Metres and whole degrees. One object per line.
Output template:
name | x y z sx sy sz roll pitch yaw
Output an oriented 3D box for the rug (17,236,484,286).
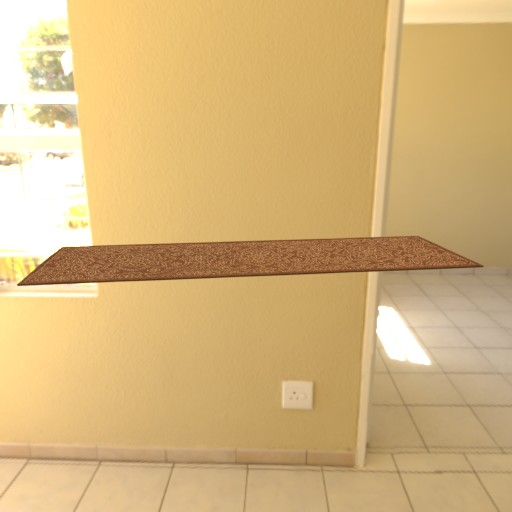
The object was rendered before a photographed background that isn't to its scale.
rug | 0.000 0.000 2.662 2.448 0.012 0.769 -2 15 -7
